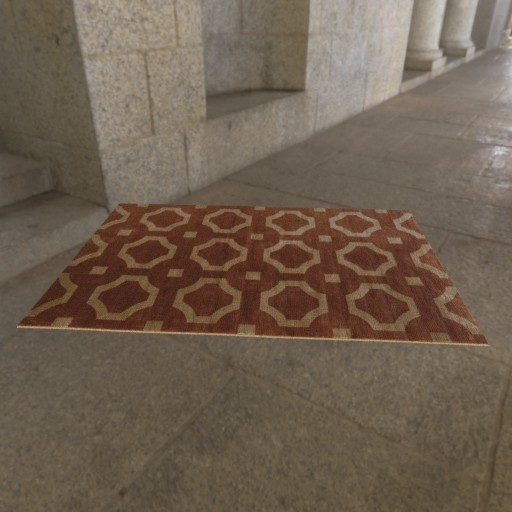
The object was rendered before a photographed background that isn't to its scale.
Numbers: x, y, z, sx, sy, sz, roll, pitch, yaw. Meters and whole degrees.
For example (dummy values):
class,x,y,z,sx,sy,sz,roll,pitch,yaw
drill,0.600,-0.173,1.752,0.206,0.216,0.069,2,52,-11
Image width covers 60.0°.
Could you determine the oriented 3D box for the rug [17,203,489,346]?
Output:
class,x,y,z,sx,sy,sz,roll,pitch,yaw
rug,0.000,0.000,2.811,2.286,0.016,1.555,2,30,3
